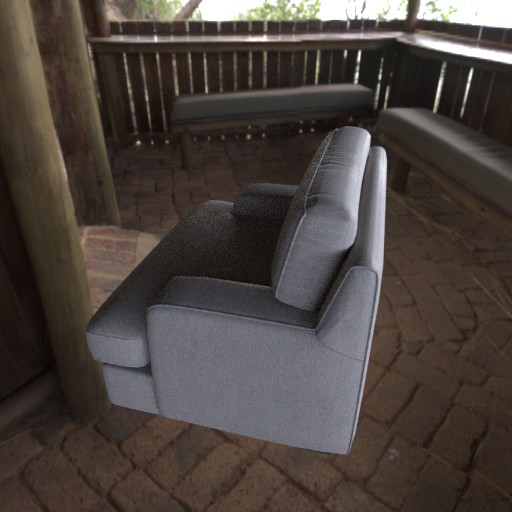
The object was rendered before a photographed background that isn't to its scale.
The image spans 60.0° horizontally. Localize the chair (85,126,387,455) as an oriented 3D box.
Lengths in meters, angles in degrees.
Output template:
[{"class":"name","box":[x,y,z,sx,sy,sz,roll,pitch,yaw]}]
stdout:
[{"class":"chair","box":[0.000,0.000,1.991,1.043,0.974,1.270,8,31,13]}]
